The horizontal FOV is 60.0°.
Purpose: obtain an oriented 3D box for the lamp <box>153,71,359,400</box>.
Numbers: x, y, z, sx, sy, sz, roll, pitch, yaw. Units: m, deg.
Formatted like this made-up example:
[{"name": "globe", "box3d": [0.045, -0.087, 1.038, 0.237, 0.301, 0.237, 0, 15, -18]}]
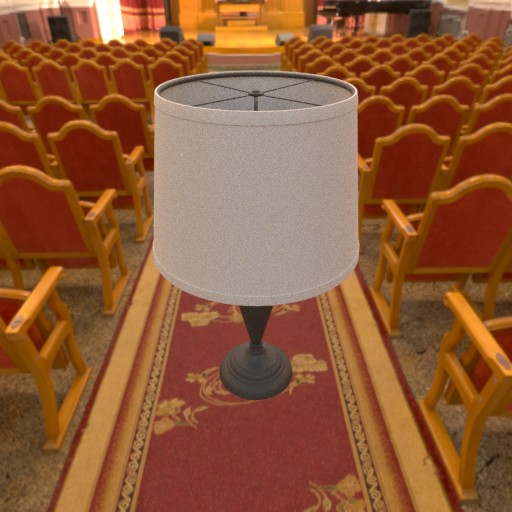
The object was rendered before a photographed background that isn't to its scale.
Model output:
[{"name": "lamp", "box3d": [0.000, 0.000, 0.692, 0.310, 0.501, 0.310, 0, 32, 0]}]
